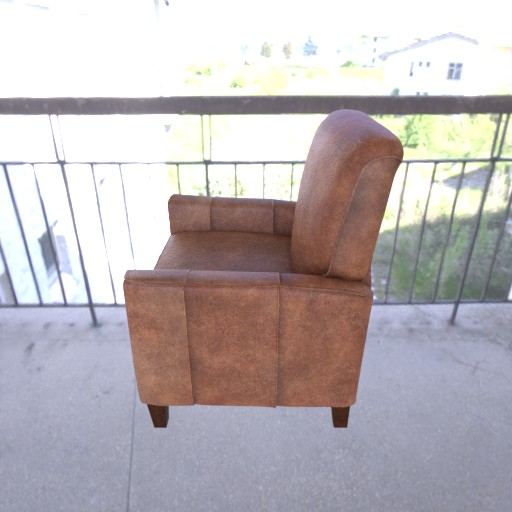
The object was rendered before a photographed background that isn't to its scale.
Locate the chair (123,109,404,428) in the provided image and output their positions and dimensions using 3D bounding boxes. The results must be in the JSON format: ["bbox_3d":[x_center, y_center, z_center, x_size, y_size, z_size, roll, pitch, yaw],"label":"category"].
[{"bbox_3d":[0.000,0.000,1.724,0.836,1.043,0.843,0,26,1],"label":"chair"}]
